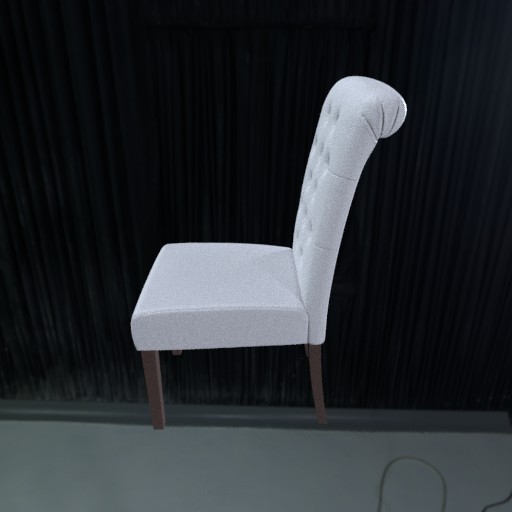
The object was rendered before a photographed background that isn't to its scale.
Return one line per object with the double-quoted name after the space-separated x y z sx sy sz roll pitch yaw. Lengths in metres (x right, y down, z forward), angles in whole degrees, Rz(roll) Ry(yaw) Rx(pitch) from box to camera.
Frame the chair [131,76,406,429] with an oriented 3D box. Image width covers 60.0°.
0.000 0.000 1.346 0.671 1.006 0.456 0 26 0 "chair"
